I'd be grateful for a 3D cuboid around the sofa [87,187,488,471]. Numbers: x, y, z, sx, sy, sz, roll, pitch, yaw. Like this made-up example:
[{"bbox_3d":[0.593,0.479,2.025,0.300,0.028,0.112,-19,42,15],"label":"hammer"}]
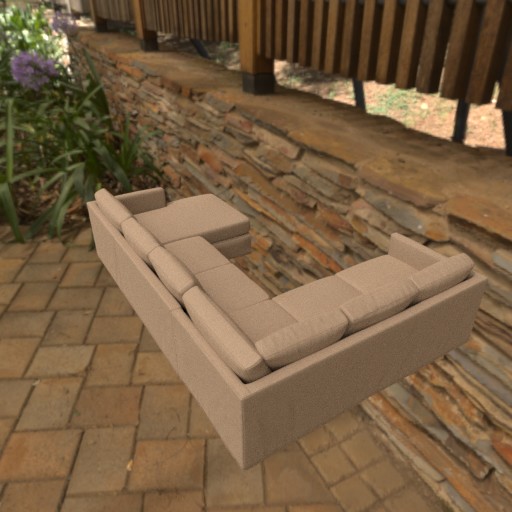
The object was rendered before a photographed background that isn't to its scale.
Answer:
[{"bbox_3d":[0.000,0.000,4.513,2.427,0.882,3.460,-18,35,-28],"label":"sofa"}]
